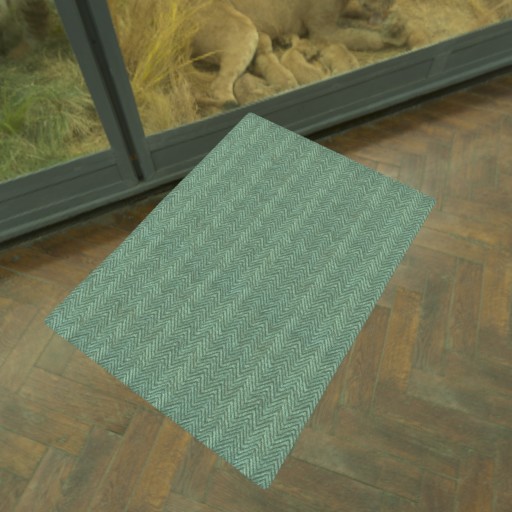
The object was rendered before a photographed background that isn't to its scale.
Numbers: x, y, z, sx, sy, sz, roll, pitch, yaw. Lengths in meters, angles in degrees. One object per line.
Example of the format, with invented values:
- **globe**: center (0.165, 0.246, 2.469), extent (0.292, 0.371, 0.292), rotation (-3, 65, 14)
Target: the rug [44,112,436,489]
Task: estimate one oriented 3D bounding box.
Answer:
- **rug**: center (0.000, 0.000, 5.212), extent (2.894, 0.011, 3.957), rotation (30, 64, 17)
